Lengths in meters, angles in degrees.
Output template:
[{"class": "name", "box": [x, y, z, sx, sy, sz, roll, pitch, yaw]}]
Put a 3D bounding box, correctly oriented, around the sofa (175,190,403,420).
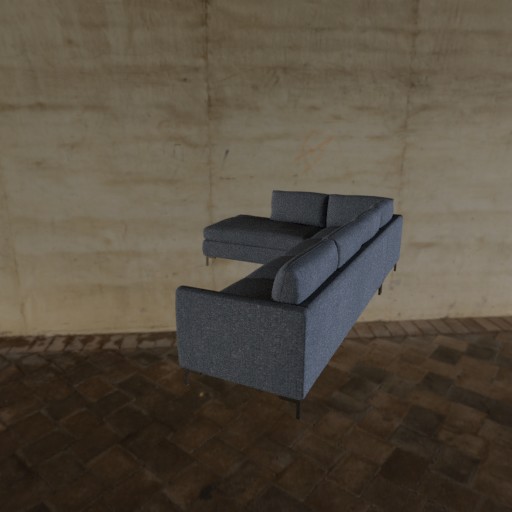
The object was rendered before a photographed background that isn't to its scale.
[{"class": "sofa", "box": [0.000, 0.000, 3.878, 2.007, 0.815, 2.949, 8, 18, 26]}]
